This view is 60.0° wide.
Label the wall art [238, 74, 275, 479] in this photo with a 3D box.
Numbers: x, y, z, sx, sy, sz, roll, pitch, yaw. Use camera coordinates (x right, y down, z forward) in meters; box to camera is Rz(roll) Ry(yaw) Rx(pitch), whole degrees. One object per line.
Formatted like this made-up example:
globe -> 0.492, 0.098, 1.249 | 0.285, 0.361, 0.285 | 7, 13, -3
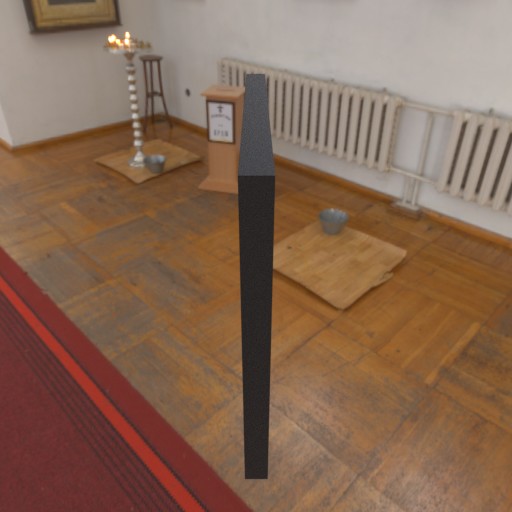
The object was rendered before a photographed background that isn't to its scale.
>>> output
wall art -> 0.000, 0.000, 0.769 | 0.036, 0.503, 0.506 | 0, 33, 0
